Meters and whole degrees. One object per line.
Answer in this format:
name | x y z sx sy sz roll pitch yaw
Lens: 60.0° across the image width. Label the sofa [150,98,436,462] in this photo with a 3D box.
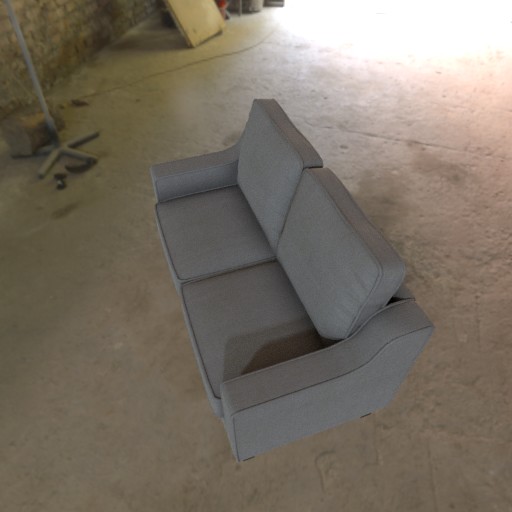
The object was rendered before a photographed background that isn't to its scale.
sofa | 0.000 0.000 2.096 0.791 0.948 1.500 -15 48 -13
